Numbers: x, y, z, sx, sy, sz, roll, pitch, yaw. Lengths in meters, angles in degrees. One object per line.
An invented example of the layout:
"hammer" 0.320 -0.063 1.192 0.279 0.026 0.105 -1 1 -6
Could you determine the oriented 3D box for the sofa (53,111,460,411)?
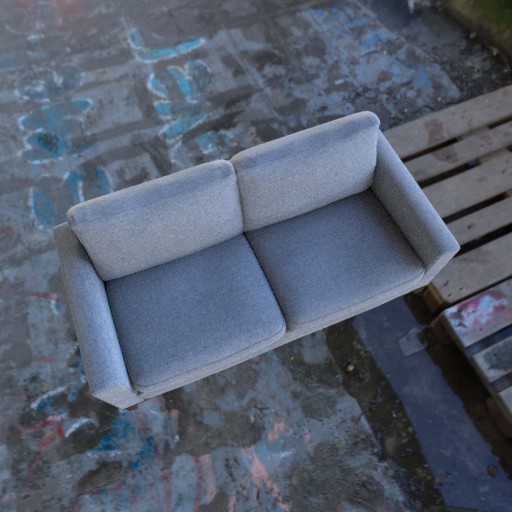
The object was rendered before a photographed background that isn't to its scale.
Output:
"sofa" 0.000 0.000 2.476 1.978 0.892 0.969 -20 66 -10
